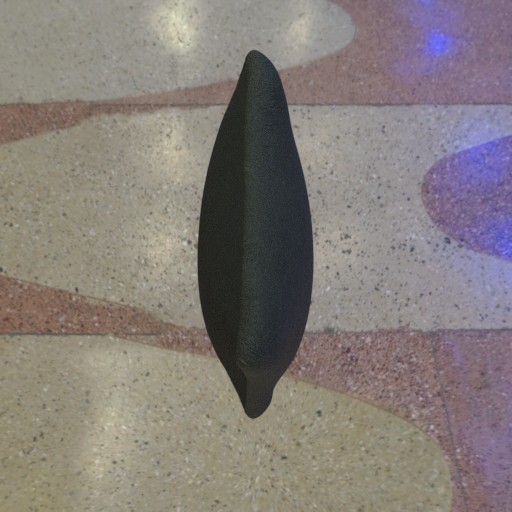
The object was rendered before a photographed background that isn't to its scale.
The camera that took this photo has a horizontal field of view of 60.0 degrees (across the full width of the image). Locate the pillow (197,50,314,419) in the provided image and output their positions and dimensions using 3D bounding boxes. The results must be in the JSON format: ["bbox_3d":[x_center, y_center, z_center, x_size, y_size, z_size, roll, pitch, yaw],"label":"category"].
[{"bbox_3d":[0.000,0.000,0.834,0.210,0.523,0.533,0,64,0],"label":"pillow"}]
